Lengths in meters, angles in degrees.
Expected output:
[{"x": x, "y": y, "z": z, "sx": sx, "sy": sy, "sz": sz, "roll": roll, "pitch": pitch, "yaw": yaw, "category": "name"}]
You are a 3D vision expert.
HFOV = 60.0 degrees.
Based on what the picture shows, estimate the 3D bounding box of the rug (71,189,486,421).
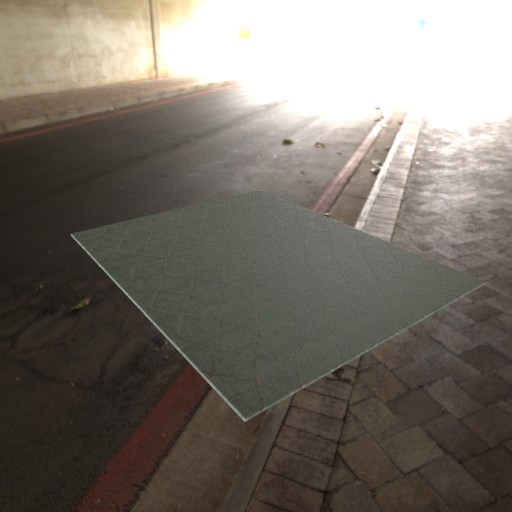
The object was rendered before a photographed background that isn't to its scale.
[{"x": 0.000, "y": 0.000, "z": 4.053, "sx": 2.420, "sy": 0.019, "sz": 3.039, "roll": -18, "pitch": 32, "yaw": -32, "category": "rug"}]
